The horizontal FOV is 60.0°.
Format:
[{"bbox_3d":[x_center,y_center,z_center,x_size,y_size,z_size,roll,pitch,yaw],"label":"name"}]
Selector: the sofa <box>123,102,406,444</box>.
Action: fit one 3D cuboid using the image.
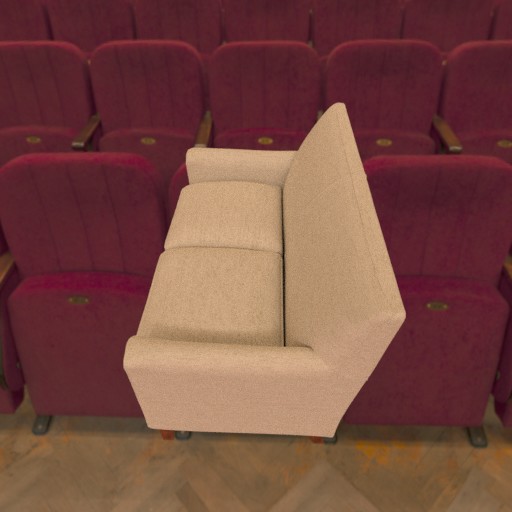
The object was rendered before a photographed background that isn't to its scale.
[{"bbox_3d":[0.000,0.000,2.070,0.891,0.892,1.482,1,41,2],"label":"sofa"}]
